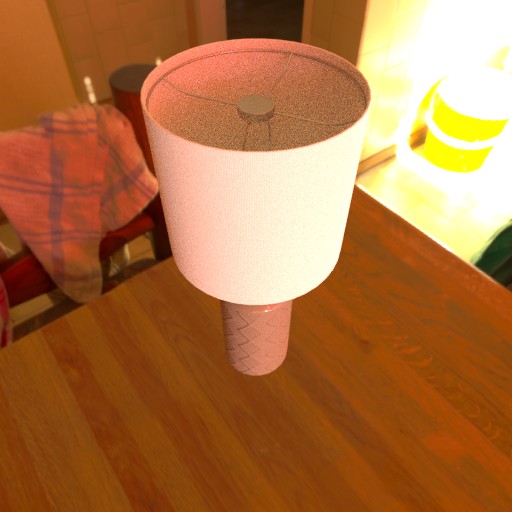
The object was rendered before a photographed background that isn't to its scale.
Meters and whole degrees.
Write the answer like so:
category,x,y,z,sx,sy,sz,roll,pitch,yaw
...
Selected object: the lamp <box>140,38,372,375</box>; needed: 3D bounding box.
category,x,y,z,sx,sy,sz,roll,pitch,yaw
lamp,0.000,0.000,0.572,0.207,0.461,0.207,17,50,15
